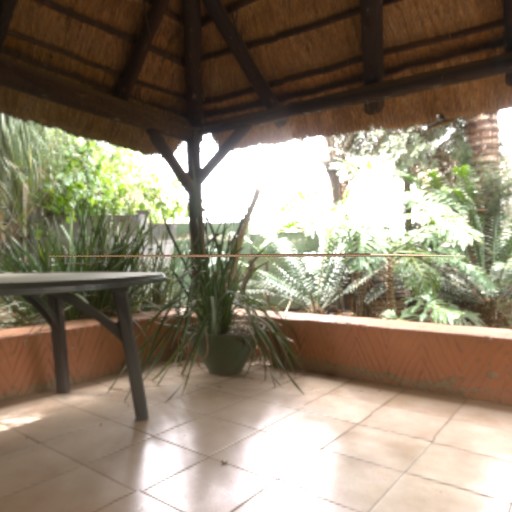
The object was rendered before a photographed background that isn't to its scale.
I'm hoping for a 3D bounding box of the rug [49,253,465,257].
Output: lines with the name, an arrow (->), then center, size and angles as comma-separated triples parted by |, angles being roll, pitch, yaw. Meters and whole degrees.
rug -> 0.000, 0.000, 2.923 | 2.227, 0.008, 1.611 | 0, 0, 36
